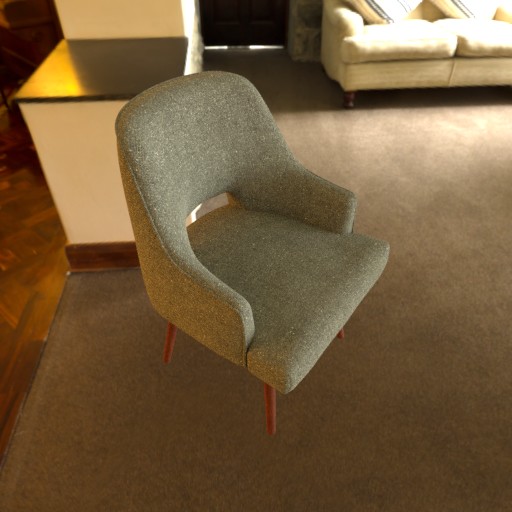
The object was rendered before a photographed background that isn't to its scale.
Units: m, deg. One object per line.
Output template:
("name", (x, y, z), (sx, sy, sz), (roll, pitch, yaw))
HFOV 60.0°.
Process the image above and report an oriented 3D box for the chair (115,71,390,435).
("chair", (0.000, 0.000, 1.298), (0.629, 0.875, 0.608), (25, 47, 26))
